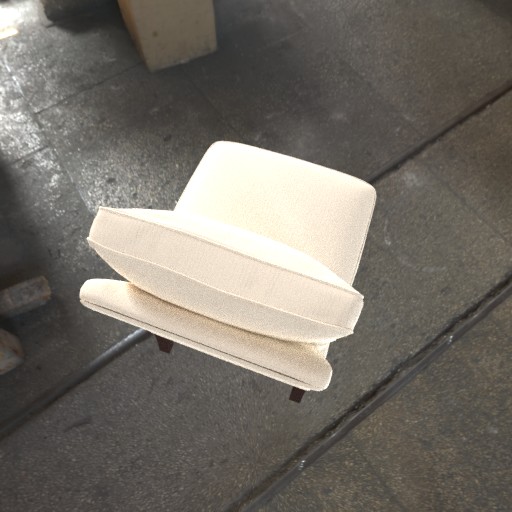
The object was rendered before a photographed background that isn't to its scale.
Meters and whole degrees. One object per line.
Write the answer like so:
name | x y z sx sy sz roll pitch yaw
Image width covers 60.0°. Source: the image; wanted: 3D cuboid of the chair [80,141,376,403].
chair | 0.000 0.000 1.411 0.630 0.887 0.781 18 66 8
